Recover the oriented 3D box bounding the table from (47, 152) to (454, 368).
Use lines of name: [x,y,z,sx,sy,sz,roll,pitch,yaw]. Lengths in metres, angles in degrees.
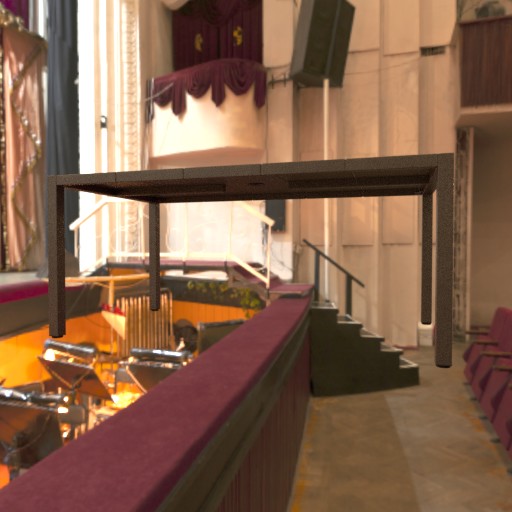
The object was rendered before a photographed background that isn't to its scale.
table: [0.000,0.000,2.182,1.680,0.735,0.914,0,2,17]
